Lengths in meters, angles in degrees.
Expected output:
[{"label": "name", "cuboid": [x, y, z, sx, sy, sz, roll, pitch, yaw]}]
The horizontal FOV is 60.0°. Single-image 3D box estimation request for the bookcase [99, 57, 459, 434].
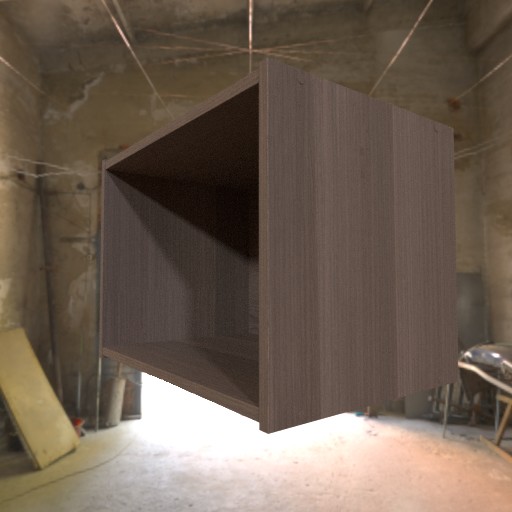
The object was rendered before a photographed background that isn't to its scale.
[{"label": "bookcase", "cuboid": [0.000, 0.000, 0.610, 0.290, 0.305, 0.415, 2, -3, -37]}]
